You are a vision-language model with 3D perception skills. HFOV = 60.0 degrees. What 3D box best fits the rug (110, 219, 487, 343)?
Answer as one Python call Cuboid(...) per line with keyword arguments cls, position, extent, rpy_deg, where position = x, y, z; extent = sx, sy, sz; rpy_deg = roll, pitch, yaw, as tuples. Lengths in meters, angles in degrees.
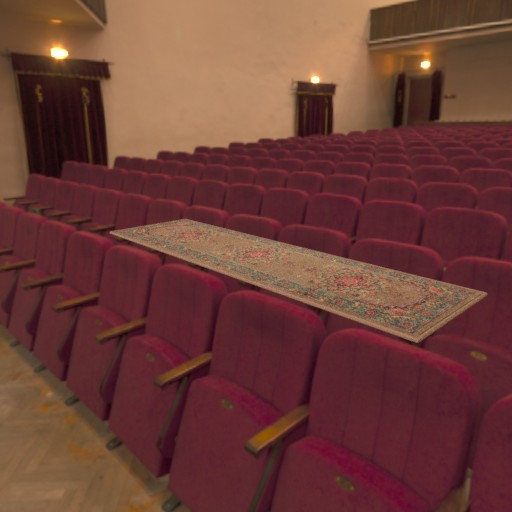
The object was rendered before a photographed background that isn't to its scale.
Cuboid(cls="rug", position=(0.000, 0.000, 2.546), extent=(0.659, 0.019, 2.297), rpy_deg=(-15, 22, -42))
